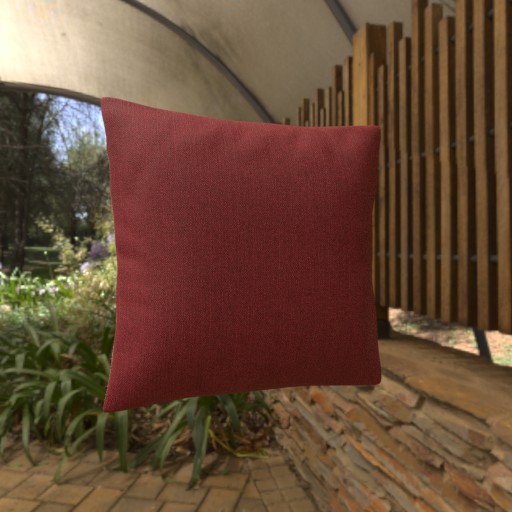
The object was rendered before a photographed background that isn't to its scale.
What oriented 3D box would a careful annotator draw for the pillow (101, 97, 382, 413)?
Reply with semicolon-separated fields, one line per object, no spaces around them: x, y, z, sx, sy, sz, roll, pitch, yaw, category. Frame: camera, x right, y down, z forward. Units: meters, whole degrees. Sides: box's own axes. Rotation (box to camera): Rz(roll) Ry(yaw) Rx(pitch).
0.000;0.000;0.776;0.513;0.497;0.166;0;0;-18;pillow
